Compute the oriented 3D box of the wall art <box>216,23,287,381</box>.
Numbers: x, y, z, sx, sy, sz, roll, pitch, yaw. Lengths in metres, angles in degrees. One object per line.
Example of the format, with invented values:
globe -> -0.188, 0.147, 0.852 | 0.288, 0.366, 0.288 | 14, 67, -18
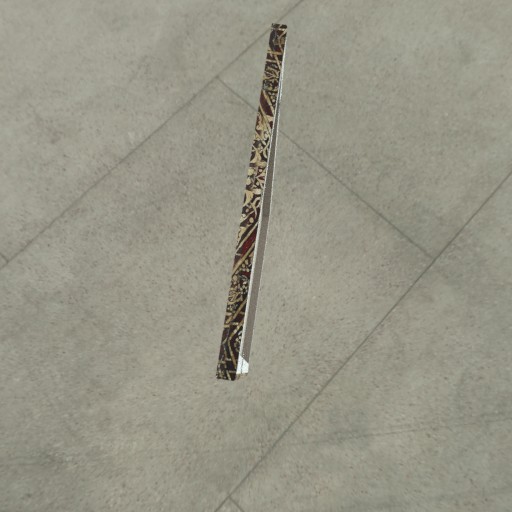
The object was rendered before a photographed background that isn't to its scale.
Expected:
wall art -> 0.000, 0.000, 1.130 | 0.030, 0.904, 0.599 | 8, 75, 2
